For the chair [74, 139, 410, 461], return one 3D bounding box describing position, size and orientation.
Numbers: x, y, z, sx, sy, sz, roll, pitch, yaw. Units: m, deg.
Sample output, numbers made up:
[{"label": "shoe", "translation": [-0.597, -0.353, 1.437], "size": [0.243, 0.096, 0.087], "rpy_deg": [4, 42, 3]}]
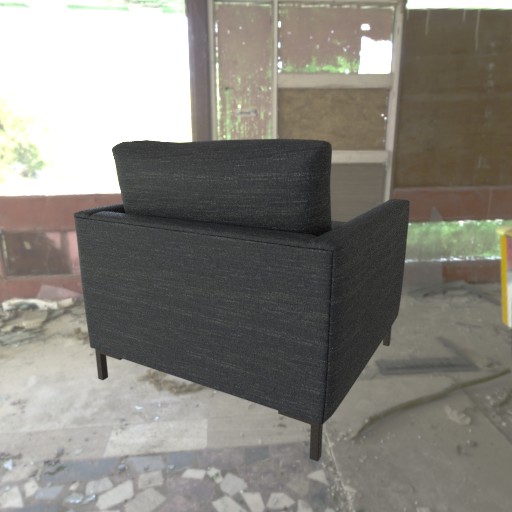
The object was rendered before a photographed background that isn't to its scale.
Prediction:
[{"label": "chair", "translation": [0.000, 0.000, 1.673], "size": [0.963, 0.861, 0.866], "rpy_deg": [9, 18, 29]}]
